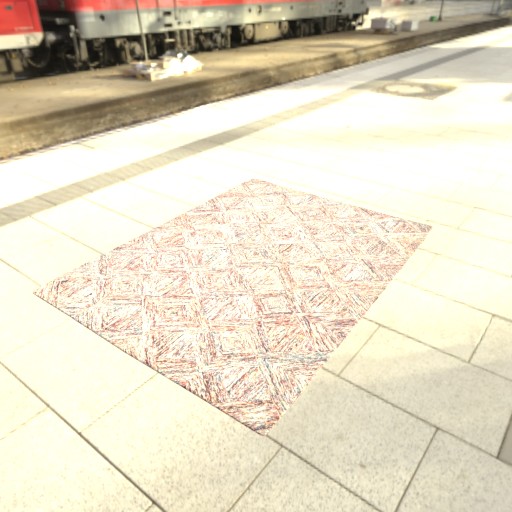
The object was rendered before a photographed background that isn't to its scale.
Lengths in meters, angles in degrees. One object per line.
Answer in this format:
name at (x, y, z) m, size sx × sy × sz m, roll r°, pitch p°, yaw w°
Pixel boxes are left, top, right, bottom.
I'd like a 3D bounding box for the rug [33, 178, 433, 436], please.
rug at (0.000, 0.000, 4.275) m, size 2.436 × 0.024 × 3.226 m, roll 21°, pitch 37°, yaw 30°
